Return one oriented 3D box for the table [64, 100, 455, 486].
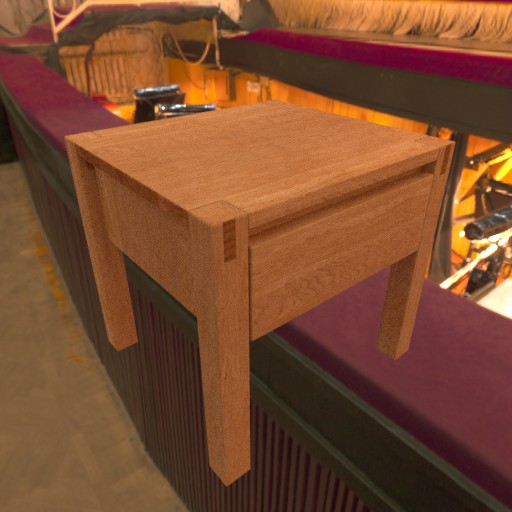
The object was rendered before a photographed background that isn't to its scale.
[{"bbox_3d":[0.000,0.000,0.847,0.480,0.450,0.440,-23,37,-33],"label":"table"}]
